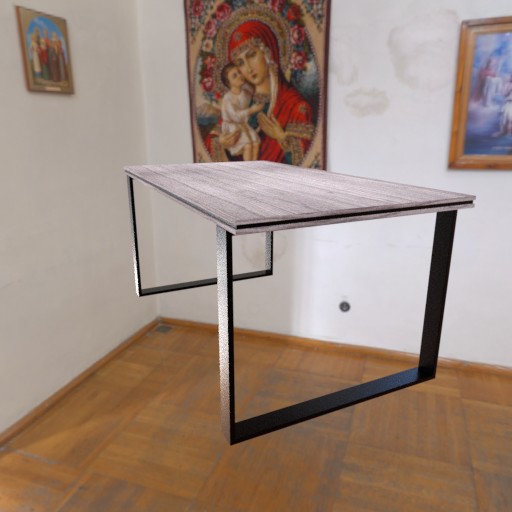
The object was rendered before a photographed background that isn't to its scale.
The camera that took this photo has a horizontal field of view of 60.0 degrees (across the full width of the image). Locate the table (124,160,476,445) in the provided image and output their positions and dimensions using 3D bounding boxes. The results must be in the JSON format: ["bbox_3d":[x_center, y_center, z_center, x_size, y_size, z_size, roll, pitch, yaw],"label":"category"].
[{"bbox_3d":[0.000,0.000,2.093,0.881,0.736,1.579,-8,19,-25],"label":"table"}]
